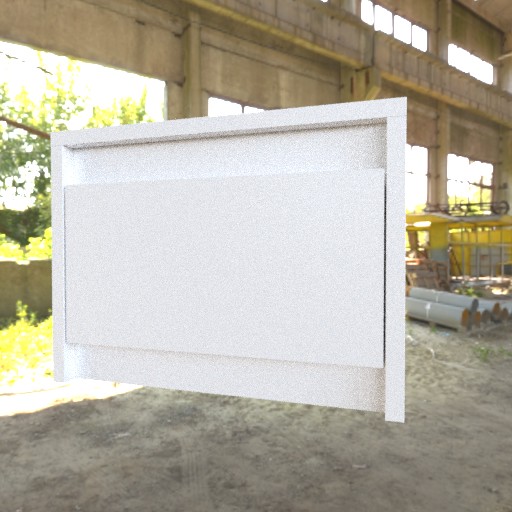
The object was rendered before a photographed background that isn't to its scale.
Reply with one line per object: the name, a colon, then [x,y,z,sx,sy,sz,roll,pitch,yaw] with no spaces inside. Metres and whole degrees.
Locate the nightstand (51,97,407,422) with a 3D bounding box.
nightstand: [0.000,0.000,0.743,0.470,0.351,0.408,0,1,18]
